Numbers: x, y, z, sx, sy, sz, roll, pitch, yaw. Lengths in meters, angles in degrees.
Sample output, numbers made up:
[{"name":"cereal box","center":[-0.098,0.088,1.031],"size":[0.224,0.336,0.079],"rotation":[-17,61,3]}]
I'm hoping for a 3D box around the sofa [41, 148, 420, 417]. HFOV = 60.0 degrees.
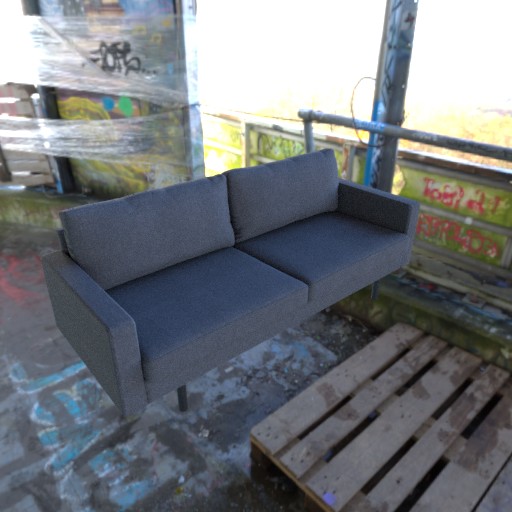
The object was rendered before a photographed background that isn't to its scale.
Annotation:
[{"name":"sofa","center":[0.000,0.000,2.595],"size":[2.100,0.880,0.880],"rotation":[-21,34,-35]}]
